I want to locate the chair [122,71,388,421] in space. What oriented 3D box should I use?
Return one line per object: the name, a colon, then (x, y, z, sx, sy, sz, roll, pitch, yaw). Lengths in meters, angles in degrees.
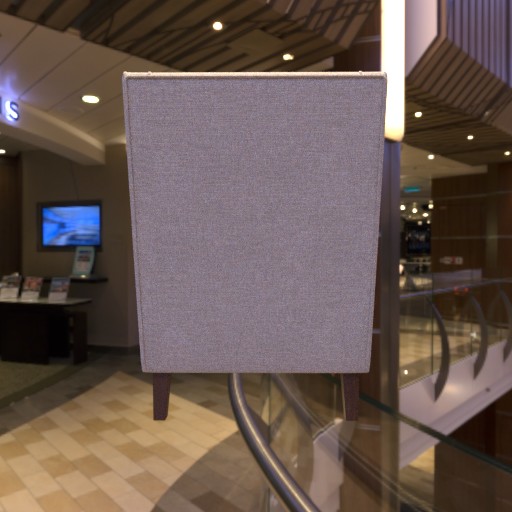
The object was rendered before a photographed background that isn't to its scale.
chair: (0.000, 0.000, 1.725, 0.764, 1.082, 0.948, 0, 1, 0)
